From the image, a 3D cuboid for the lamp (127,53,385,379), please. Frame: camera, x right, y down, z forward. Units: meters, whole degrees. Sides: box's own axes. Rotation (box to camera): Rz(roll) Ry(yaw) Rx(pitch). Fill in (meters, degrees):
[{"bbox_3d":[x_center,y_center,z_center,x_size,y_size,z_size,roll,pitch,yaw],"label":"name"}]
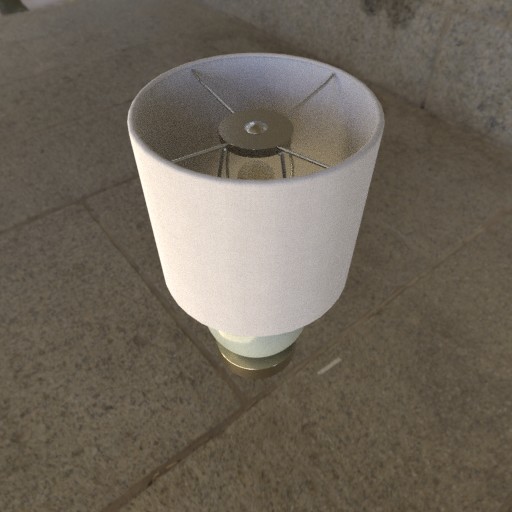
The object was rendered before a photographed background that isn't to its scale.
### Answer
[{"bbox_3d":[0.000,0.000,0.481,0.201,0.353,0.201,17,50,15],"label":"lamp"}]
